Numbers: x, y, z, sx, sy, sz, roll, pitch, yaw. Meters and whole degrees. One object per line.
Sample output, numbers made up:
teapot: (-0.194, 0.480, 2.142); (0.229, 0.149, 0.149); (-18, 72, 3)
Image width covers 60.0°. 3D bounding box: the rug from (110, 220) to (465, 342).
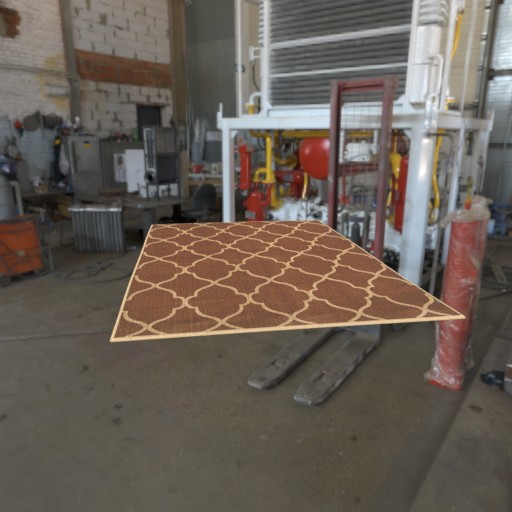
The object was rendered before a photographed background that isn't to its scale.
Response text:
rug: (0.000, 0.000, 2.930); (1.526, 0.014, 2.290); (-2, 16, -8)
